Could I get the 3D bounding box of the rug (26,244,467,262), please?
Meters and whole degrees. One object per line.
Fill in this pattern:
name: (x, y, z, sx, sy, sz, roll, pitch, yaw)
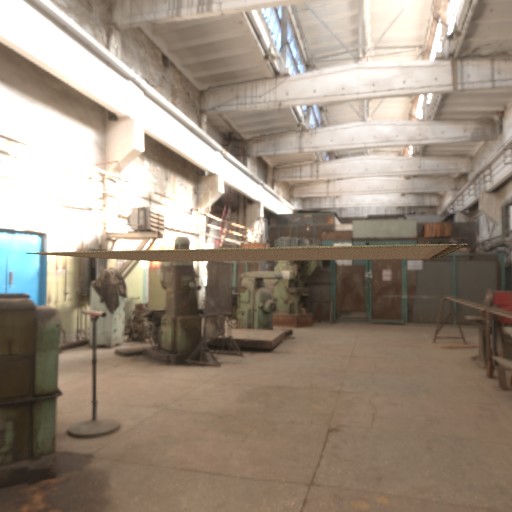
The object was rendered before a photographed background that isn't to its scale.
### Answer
rug: (0.000, 0.000, 3.025, 2.435, 0.010, 1.544, -1, -3, 18)
